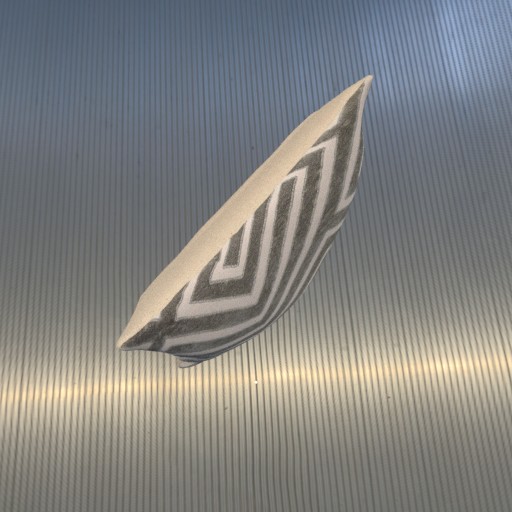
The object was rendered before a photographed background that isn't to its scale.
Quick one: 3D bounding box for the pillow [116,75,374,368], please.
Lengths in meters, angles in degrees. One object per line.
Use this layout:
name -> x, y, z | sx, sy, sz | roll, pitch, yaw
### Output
pillow -> 0.000, 0.000, 0.692 | 0.182, 0.441, 0.440 | 39, 78, 10
